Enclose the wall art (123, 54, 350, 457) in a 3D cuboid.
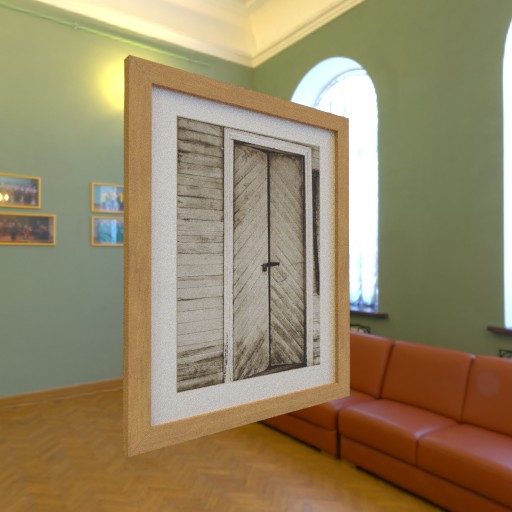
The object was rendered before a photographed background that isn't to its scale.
[{"bbox_3d":[0.000,0.000,0.764,0.460,0.561,0.020,0,-1,-37],"label":"wall art"}]
